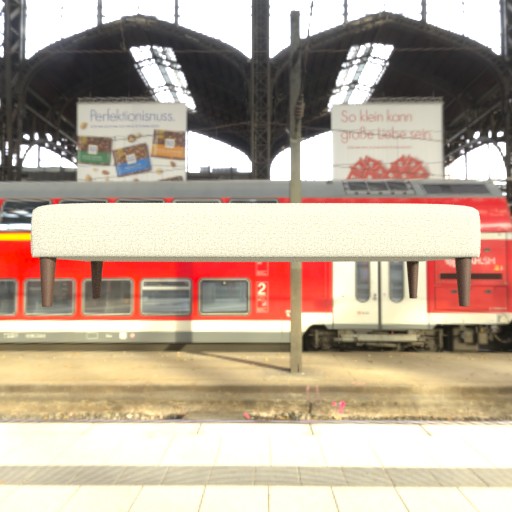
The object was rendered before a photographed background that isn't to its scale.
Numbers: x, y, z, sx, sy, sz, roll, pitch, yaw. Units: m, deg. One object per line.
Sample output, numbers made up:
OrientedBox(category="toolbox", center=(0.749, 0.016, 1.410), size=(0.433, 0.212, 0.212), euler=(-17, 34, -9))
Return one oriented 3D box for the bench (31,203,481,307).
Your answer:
OrientedBox(category="bench", center=(0.000, 0.000, 1.855), size=(1.598, 0.383, 0.631), euler=(0, -2, -1))
